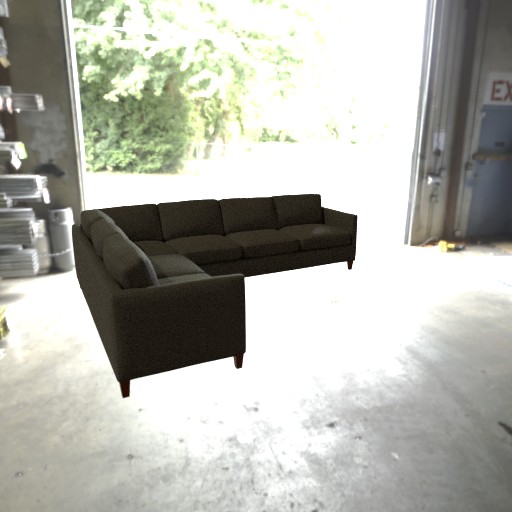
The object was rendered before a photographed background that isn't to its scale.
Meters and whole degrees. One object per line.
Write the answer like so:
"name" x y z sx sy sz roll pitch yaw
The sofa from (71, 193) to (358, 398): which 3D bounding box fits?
"sofa" 0.000 0.000 4.561 3.302 0.947 2.593 -8 17 -26
